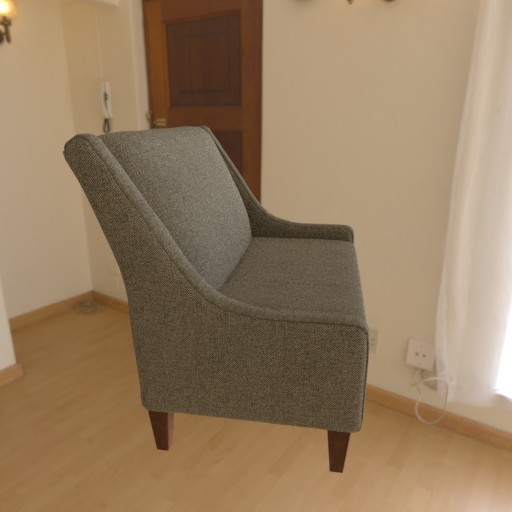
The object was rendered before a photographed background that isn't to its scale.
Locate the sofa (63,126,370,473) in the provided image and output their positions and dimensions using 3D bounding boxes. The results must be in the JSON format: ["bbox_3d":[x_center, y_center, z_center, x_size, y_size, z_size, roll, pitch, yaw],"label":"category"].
[{"bbox_3d":[0.000,0.000,1.840,0.870,1.021,1.242,3,18,9],"label":"sofa"}]
